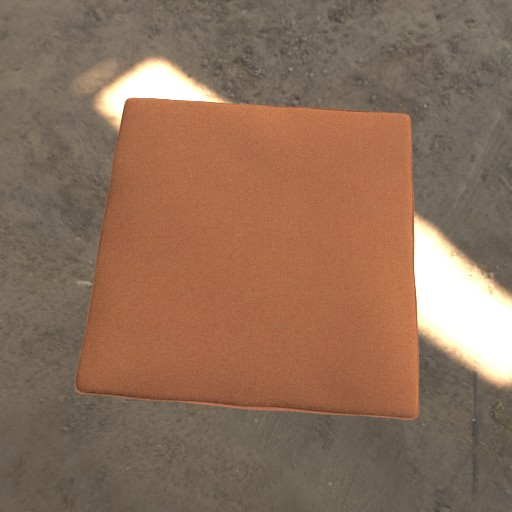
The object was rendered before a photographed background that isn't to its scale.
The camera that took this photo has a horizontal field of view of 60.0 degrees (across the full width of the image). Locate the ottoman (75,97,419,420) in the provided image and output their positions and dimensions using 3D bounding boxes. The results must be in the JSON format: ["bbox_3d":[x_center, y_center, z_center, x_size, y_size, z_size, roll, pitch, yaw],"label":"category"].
[{"bbox_3d":[0.000,0.000,1.538,0.999,0.438,0.997,4,74,1],"label":"ottoman"}]
